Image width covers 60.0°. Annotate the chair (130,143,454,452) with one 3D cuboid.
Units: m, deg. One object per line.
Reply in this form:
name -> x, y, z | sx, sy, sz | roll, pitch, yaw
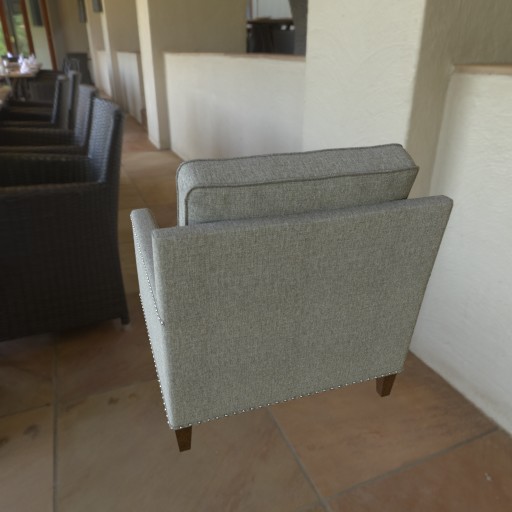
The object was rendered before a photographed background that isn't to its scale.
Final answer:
chair -> 0.000, 0.000, 1.695 | 0.853, 0.943, 1.014 | -8, 26, -17
